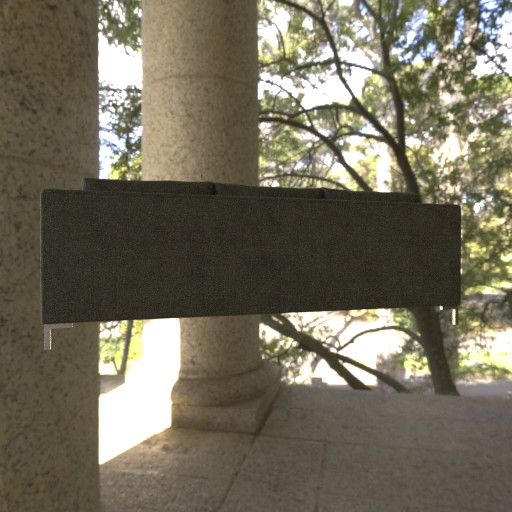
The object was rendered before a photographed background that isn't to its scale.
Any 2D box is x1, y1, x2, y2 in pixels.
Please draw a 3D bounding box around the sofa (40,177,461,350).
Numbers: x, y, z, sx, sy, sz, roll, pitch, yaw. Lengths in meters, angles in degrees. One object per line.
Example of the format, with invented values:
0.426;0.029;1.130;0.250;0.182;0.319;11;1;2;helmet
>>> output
0.000;0.000;2.889;2.415;0.867;0.969;0;1;-17;sofa
